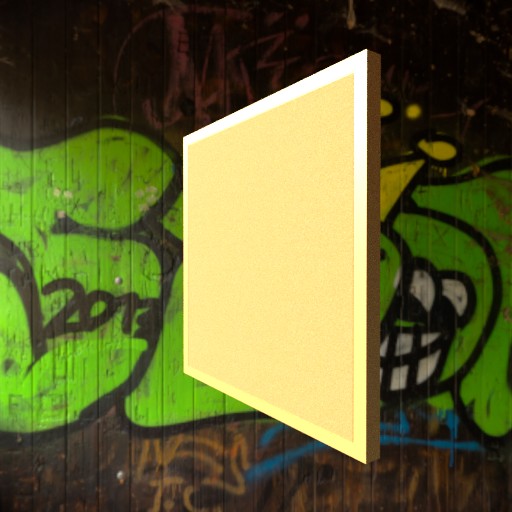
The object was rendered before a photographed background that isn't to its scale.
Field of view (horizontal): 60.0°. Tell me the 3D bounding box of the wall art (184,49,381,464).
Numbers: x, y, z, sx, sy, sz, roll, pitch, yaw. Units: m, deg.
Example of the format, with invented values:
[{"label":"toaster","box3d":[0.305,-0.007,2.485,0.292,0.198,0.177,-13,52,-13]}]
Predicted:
[{"label":"wall art","box3d":[0.000,0.000,2.876,0.099,1.926,1.926,0,1,-35]}]
